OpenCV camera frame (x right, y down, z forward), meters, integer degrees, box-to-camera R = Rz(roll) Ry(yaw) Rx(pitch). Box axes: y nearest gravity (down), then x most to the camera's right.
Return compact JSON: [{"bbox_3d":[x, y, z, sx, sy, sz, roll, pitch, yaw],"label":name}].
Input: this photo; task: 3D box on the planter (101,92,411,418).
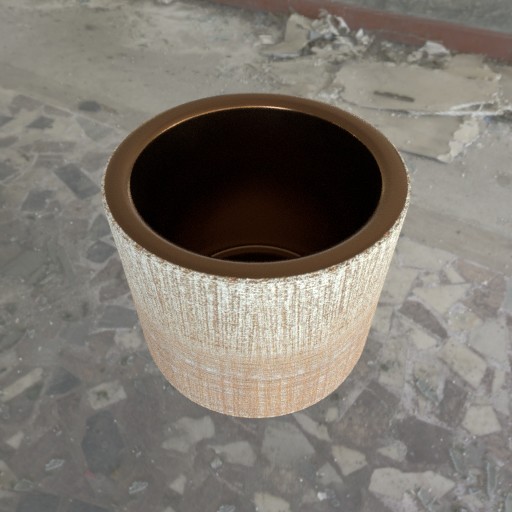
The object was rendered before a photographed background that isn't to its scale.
[{"bbox_3d":[0.000,0.000,0.191,0.109,0.096,0.109,0,48,0],"label":"planter"}]
